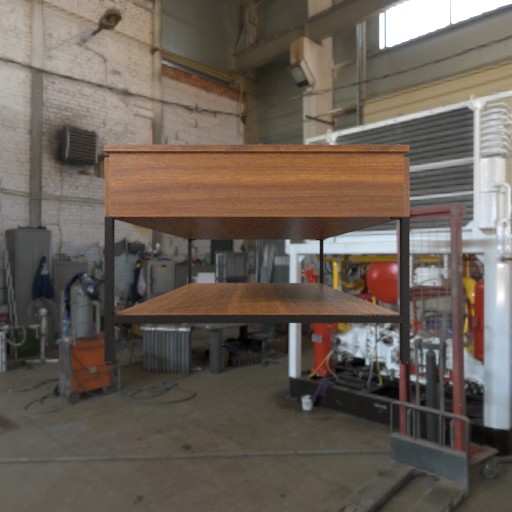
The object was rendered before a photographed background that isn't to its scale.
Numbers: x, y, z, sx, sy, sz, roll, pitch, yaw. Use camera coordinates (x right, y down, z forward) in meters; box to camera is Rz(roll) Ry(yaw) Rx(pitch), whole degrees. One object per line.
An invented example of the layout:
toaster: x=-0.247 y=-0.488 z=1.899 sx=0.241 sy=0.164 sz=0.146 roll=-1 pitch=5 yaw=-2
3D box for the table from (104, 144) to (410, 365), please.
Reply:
table: x=0.000 y=0.000 z=1.360 sx=0.574 sy=0.414 sz=1.057 roll=0 pitch=0 yaw=0
